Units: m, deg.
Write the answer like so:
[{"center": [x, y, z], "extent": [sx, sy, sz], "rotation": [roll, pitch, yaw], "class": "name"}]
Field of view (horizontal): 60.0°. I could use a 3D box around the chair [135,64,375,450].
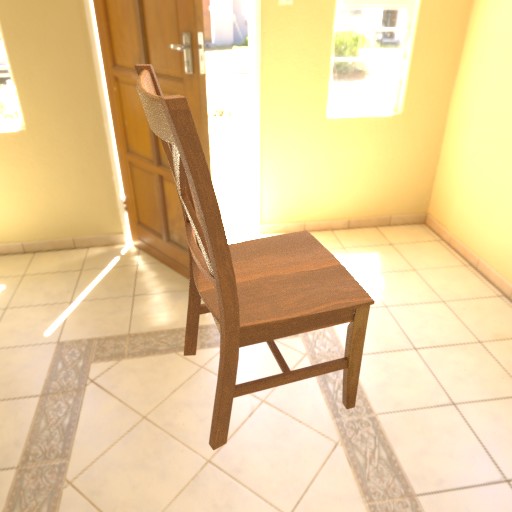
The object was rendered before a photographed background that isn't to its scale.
[{"center": [0.000, 0.000, 1.273], "extent": [0.542, 0.983, 0.485], "rotation": [-10, 32, -16], "class": "chair"}]
